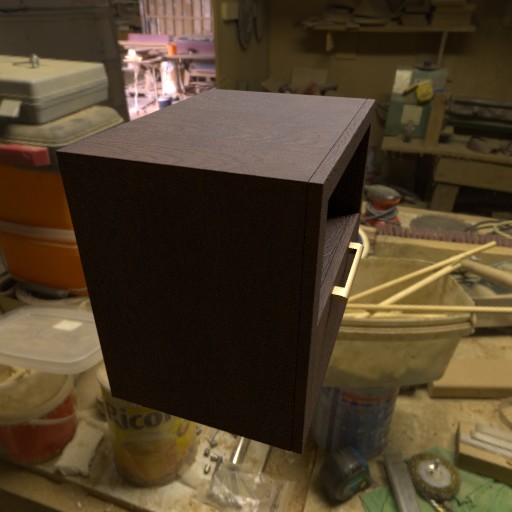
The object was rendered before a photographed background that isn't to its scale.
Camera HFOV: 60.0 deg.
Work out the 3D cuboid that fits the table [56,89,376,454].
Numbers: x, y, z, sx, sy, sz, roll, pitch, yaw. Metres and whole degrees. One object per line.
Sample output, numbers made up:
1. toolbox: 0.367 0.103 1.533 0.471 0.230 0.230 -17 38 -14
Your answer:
1. table: 0.000 0.000 0.973 0.439 0.585 0.560 10 32 17
